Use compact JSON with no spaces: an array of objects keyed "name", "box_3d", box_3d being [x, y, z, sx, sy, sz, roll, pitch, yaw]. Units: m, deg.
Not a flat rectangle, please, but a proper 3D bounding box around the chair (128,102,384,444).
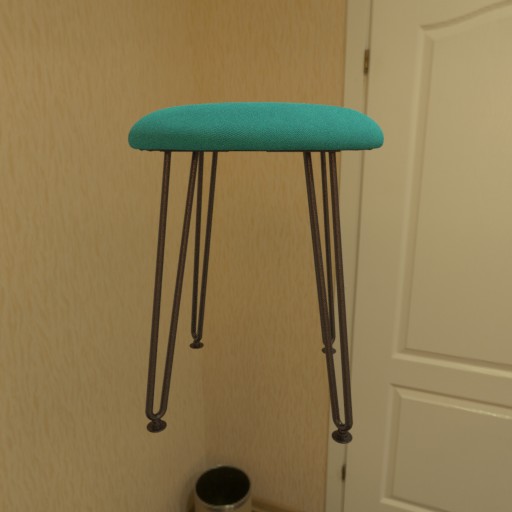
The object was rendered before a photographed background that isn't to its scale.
[{"name":"chair","box_3d":[0.000,0.000,0.672,0.350,0.430,0.350,-2,14,-7]}]
